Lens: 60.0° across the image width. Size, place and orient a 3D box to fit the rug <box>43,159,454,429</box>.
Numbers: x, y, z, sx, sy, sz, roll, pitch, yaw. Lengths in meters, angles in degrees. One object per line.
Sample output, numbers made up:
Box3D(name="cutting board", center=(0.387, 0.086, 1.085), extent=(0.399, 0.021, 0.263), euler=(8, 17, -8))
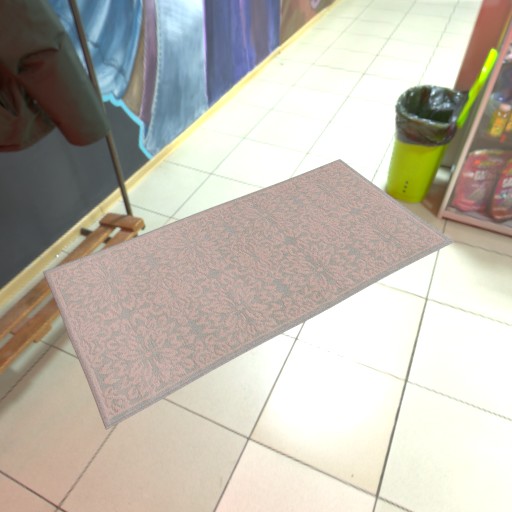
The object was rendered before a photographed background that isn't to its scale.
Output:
Box3D(name="rug", center=(0.000, 0.000, 1.456), extent=(1.219, 0.007, 0.604), euler=(-24, 50, -22))
